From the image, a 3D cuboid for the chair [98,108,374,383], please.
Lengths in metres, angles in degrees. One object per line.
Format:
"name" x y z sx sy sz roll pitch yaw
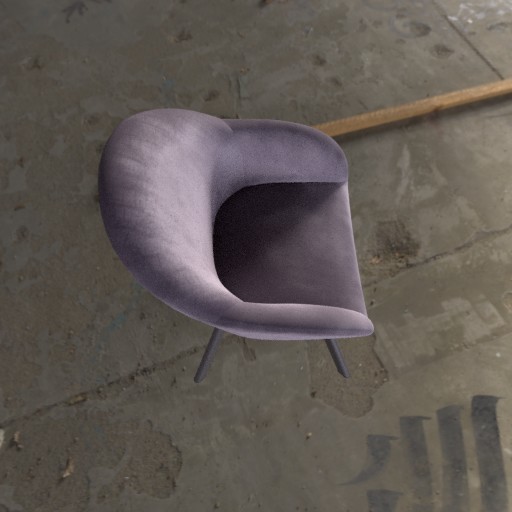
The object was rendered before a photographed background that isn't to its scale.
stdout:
"chair" 0.000 0.000 1.171 0.590 0.795 0.550 -2 63 -1
